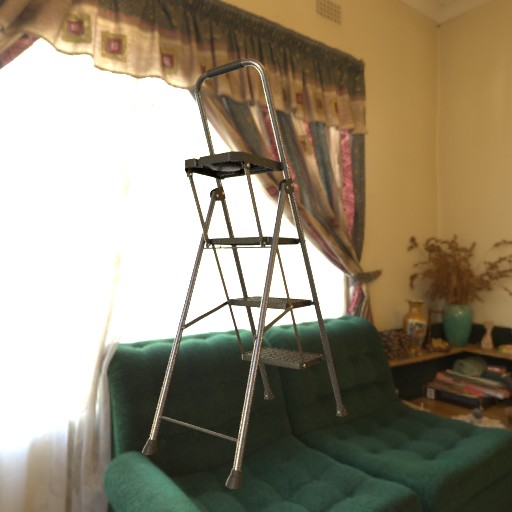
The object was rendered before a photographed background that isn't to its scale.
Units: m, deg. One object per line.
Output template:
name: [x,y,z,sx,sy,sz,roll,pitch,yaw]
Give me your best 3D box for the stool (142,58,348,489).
stool: [0.000,0.000,1.617,0.396,1.277,0.733,0,0,36]
